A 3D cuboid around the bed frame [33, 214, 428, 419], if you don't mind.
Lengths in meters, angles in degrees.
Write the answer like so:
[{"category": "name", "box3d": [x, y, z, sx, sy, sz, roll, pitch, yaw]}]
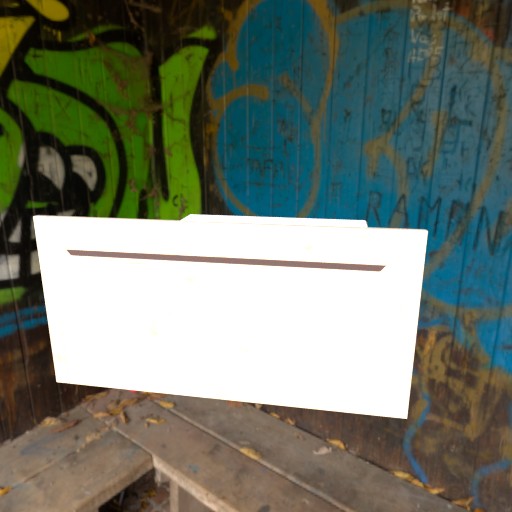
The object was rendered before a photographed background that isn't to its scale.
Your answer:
[{"category": "bed frame", "box3d": [0.000, 0.000, 3.079, 1.800, 0.900, 2.080, 3, 16, 10]}]
